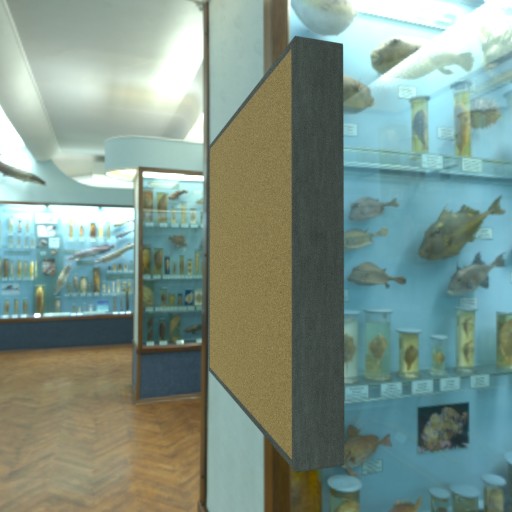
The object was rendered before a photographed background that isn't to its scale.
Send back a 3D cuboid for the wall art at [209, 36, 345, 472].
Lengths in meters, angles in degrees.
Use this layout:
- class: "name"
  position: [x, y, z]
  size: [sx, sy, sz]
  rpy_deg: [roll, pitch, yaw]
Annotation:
- class: "wall art"
  position: [0.000, 0.000, 0.456]
  size: [0.038, 0.302, 0.303]
  rpy_deg: [0, -1, -17]
